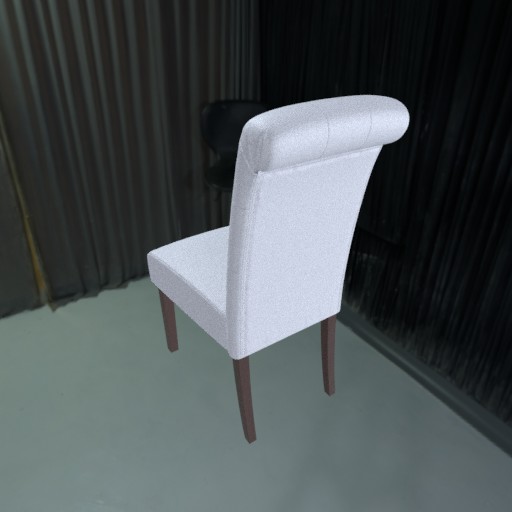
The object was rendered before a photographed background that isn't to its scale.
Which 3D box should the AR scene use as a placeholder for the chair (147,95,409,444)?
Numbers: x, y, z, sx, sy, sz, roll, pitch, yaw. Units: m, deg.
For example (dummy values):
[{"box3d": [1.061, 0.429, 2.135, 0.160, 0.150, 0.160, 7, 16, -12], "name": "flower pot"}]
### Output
[{"box3d": [0.000, 0.000, 1.366, 0.456, 1.006, 0.671, -19, 35, -30], "name": "chair"}]
